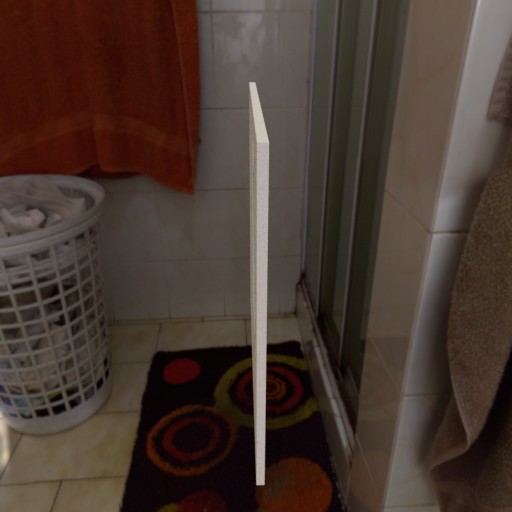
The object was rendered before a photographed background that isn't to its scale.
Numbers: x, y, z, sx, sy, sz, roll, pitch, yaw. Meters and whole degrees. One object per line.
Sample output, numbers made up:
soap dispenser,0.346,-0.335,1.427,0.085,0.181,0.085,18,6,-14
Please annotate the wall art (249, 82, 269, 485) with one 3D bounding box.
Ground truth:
wall art,0.000,0.000,0.870,0.015,0.577,0.572,-1,27,-1
